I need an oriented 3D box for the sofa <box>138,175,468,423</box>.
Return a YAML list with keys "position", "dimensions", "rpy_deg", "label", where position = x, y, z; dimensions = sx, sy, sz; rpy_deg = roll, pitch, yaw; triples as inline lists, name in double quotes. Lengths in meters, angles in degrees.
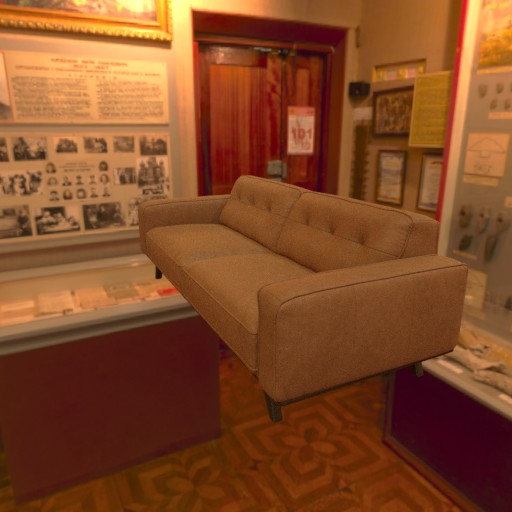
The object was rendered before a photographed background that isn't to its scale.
- position: [0.000, 0.000, 2.686]
  dimensions: [0.953, 0.780, 2.270]
  rpy_deg: [-8, 18, -25]
  label: "sofa"
